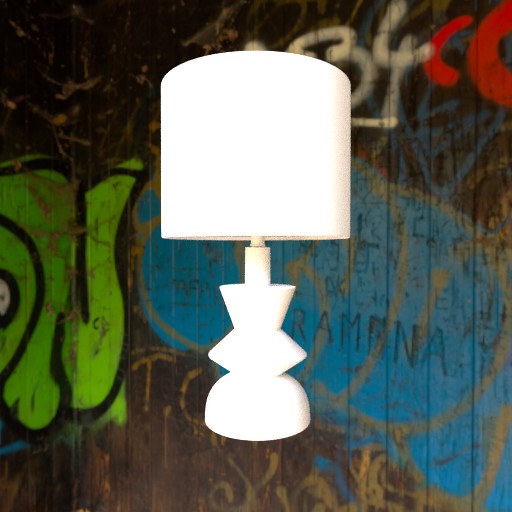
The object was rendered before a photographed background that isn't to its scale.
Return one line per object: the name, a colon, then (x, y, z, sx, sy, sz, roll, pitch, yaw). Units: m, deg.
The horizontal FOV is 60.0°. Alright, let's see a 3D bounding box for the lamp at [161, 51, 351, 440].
lamp: (0.000, 0.000, 0.724, 0.301, 0.533, 0.301, 0, 1, 0)
